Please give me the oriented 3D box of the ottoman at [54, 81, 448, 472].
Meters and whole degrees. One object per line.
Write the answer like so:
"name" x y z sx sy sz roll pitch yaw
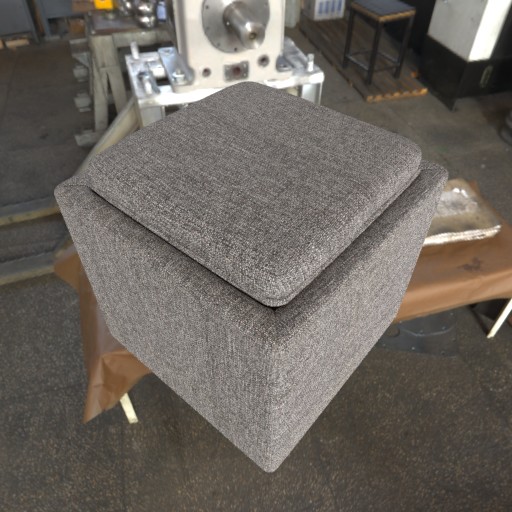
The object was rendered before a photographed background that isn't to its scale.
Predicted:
"ottoman" 0.000 0.000 0.814 0.450 0.460 0.450 31 53 27
